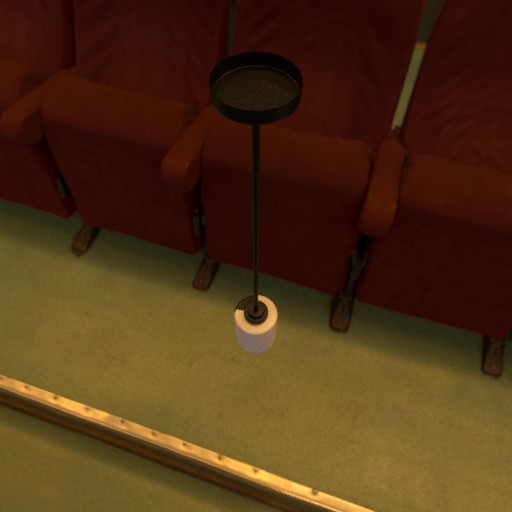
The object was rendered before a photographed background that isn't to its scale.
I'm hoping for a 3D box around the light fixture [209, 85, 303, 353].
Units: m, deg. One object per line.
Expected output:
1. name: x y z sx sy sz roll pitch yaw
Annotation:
1. light fixture: 0.000 0.000 0.945 0.123 0.863 0.123 15 59 10
